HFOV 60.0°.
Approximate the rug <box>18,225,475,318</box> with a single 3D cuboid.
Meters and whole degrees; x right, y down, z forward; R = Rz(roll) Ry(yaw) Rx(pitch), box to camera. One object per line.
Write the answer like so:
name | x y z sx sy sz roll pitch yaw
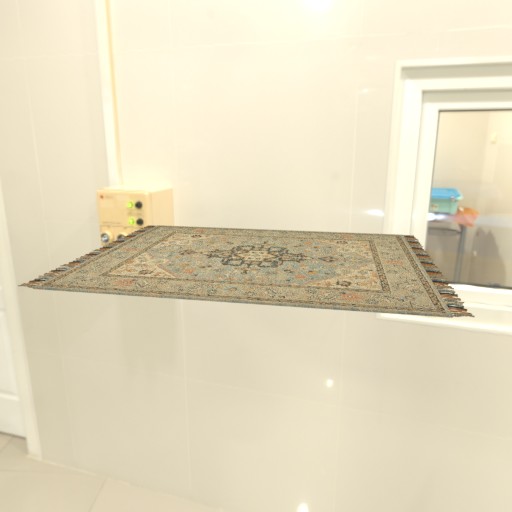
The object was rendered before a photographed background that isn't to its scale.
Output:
rug | 0.000 0.000 2.238 1.730 0.009 1.278 3 16 10
